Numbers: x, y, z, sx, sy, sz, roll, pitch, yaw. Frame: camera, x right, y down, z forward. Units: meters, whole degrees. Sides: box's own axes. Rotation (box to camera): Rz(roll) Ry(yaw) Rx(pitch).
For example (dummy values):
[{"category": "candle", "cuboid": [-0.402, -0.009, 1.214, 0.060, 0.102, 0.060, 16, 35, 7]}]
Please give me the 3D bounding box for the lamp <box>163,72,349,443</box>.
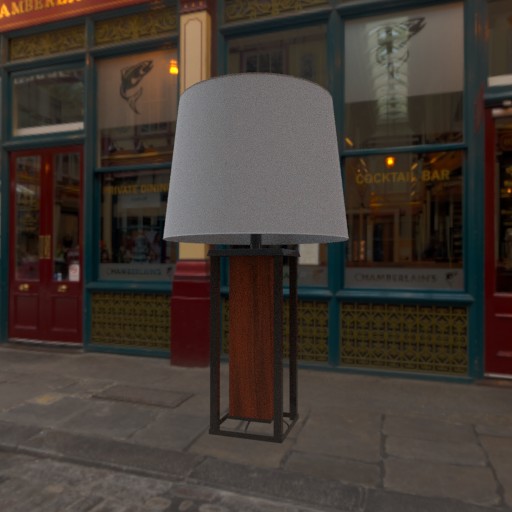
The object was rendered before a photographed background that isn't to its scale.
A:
[{"category": "lamp", "cuboid": [0.000, 0.000, 0.777, 0.320, 0.591, 0.320, 0, -1, 0]}]
